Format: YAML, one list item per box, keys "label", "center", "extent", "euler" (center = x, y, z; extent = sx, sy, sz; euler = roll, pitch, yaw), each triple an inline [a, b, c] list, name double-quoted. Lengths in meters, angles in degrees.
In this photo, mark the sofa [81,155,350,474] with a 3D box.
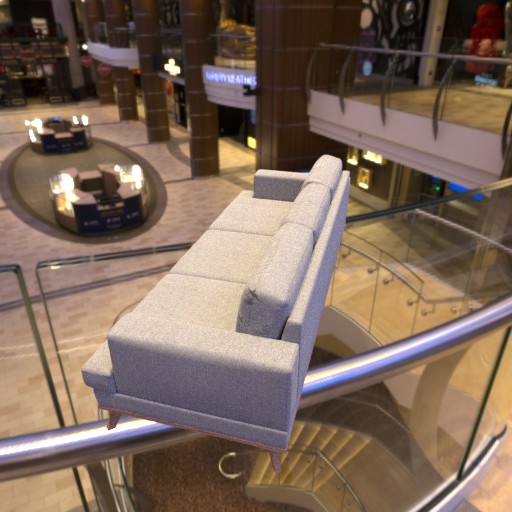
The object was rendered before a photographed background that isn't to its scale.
- label: "sofa"
  center: [0.000, 0.000, 2.736]
  extent: [0.920, 0.810, 2.310]
  euler: [8, 29, 14]
